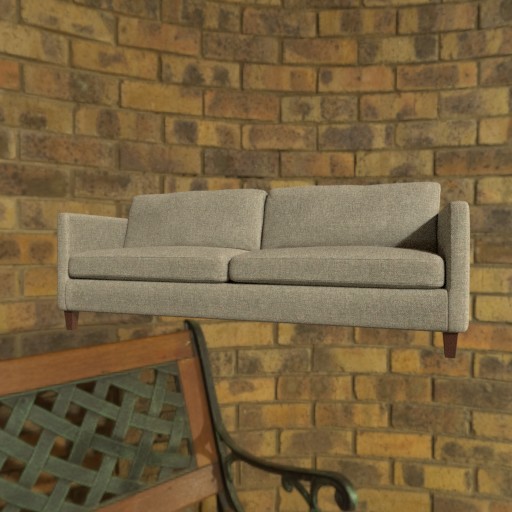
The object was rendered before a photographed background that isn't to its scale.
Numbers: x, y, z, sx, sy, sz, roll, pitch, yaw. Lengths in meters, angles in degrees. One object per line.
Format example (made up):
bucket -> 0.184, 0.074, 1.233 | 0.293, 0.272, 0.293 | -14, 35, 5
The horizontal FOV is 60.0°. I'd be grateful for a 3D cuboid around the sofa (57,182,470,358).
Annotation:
sofa -> 0.000, 0.000, 2.887 | 2.434, 0.951, 0.948 | 0, 1, 19
